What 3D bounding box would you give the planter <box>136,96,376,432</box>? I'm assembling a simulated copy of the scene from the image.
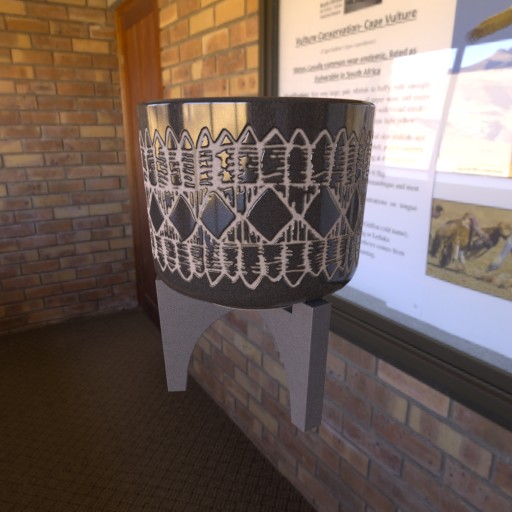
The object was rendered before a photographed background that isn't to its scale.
[{"bbox_3d":[0.000,0.000,0.408,0.196,0.264,0.196,8,18,25],"label":"planter"}]
